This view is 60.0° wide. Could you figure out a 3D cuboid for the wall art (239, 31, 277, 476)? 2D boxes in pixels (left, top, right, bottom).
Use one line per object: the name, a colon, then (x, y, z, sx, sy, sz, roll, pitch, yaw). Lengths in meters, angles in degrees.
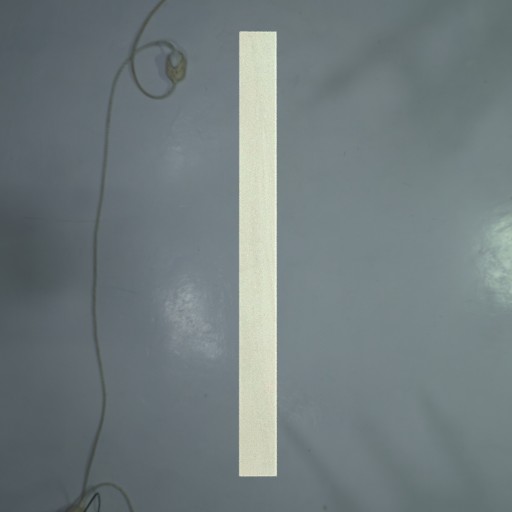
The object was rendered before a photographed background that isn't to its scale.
wall art: (0.000, 0.000, 0.689, 0.037, 0.511, 0.435, 0, 89, 0)
